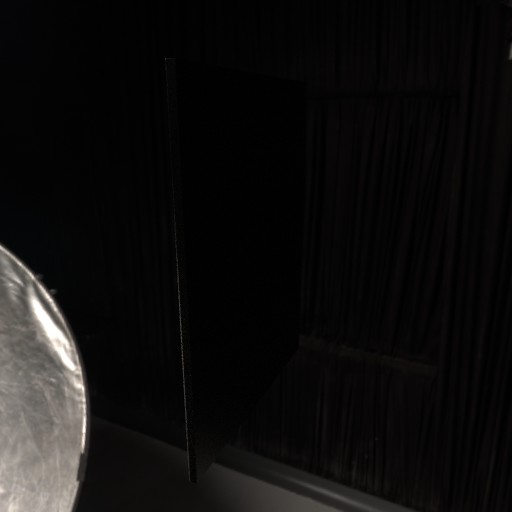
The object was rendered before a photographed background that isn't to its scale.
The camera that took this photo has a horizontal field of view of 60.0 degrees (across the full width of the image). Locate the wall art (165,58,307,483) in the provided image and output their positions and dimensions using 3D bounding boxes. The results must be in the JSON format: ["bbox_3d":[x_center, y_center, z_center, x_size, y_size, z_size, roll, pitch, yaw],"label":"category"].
[{"bbox_3d":[0.000,0.000,0.764,0.013,0.582,0.442,8,20,24],"label":"wall art"}]
